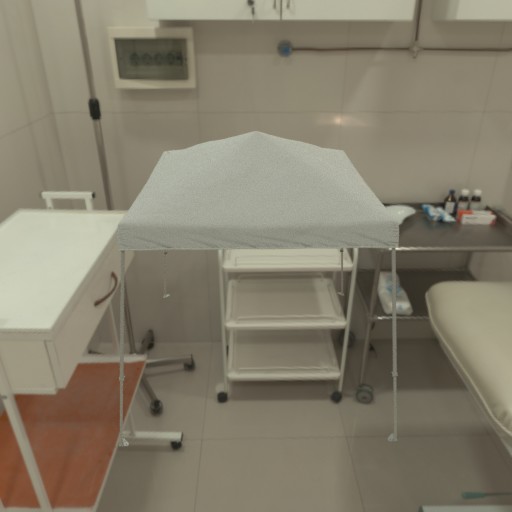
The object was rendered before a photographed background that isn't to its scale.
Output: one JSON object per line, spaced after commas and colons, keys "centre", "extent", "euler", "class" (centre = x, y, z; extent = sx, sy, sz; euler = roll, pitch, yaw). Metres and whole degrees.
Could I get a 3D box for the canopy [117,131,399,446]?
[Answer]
{"centre": [0.000, 0.000, 5.141], "extent": [2.848, 2.849, 2.849], "euler": [-1, 28, -1], "class": "canopy"}
